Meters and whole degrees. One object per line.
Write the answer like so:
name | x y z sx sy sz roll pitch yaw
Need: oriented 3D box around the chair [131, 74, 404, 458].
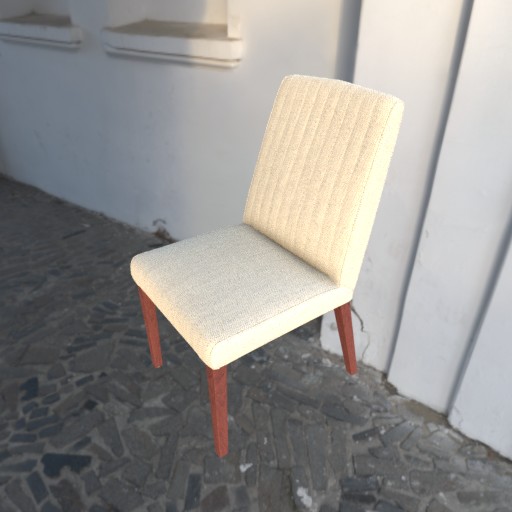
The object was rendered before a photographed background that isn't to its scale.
chair | 0.000 0.000 1.279 0.594 0.900 0.480 -21 37 -30
